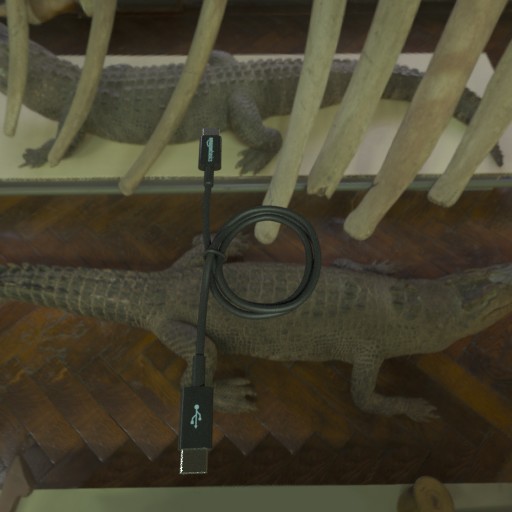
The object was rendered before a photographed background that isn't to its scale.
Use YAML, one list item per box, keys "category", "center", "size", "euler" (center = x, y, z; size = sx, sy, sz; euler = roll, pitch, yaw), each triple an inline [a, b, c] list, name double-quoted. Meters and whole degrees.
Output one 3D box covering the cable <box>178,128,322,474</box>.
- category: "cable"
  center: [0.000, 0.000, 0.232]
  size: [0.070, 0.014, 0.203]
  euler: [-1, 57, -1]
